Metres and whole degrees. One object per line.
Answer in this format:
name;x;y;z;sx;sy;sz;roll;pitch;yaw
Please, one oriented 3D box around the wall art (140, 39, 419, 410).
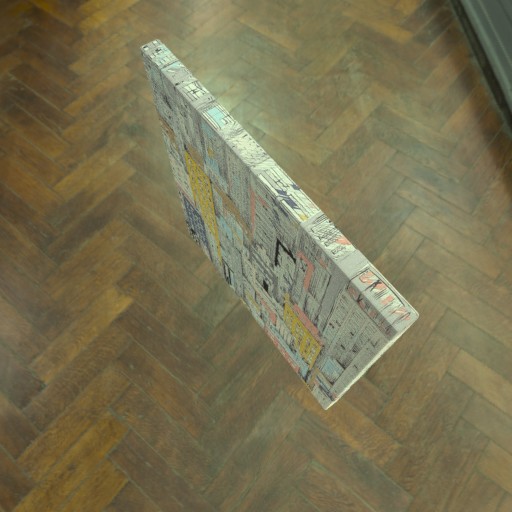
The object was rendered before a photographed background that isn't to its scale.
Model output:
wall art;0.000;0.000;1.124;0.048;0.762;0.761;-33;67;-16
